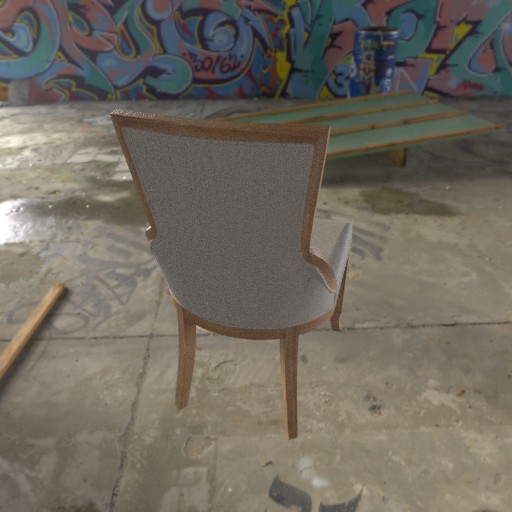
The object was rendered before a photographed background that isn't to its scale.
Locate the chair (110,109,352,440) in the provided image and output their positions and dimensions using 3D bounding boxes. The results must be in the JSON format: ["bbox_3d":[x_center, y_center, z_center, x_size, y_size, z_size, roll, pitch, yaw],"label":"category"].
[{"bbox_3d":[0.000,0.000,1.339,0.524,0.947,0.641,9,32,15],"label":"chair"}]
